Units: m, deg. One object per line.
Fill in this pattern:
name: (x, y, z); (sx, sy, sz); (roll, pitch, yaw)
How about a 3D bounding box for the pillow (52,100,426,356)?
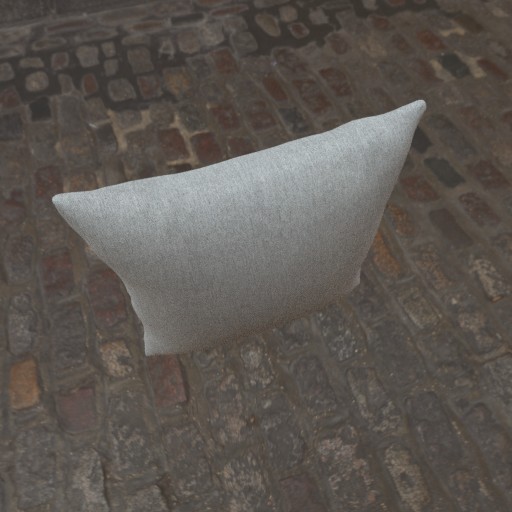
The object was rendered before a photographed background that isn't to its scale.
pillow: (0.000, 0.000, 0.666); (0.433, 0.436, 0.173); (-17, 61, -10)
